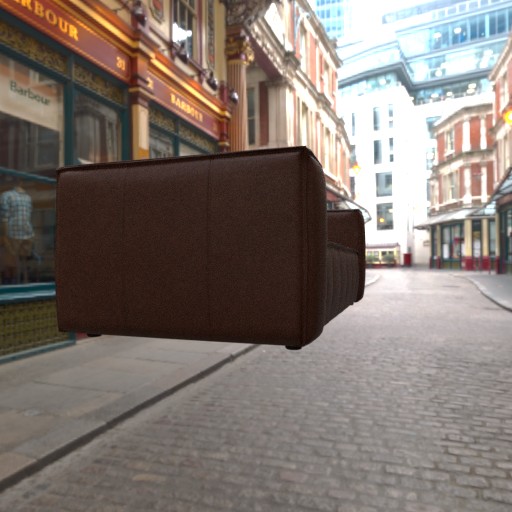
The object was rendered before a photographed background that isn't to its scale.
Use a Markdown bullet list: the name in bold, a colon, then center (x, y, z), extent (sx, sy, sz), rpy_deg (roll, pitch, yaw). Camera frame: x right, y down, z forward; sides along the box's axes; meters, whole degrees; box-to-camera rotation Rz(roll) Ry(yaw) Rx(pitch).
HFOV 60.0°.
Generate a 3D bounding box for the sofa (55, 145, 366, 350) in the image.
- **sofa**: center (0.000, 0.000, 2.569), extent (1.102, 0.703, 2.088), rpy_deg (0, -1, 18)
